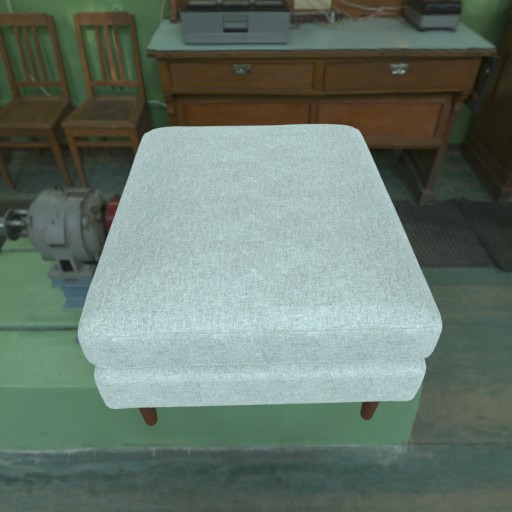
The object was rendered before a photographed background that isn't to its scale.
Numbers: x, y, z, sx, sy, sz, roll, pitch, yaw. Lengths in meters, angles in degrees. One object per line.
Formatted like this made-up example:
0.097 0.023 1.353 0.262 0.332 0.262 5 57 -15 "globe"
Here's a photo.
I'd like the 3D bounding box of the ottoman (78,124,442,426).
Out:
0.000 0.000 1.223 0.693 0.474 0.821 -1 42 -1 "ottoman"
